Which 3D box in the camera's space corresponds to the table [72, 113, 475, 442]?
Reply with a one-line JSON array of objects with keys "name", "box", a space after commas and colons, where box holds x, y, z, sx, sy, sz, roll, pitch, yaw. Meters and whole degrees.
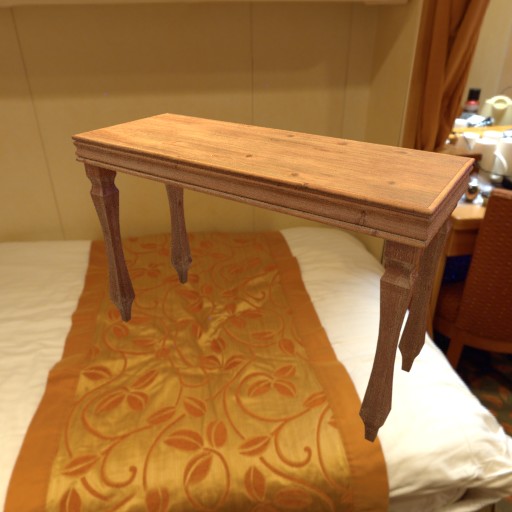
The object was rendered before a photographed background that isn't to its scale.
[{"name": "table", "box": [0.000, 0.000, 1.751, 1.330, 0.873, 0.522, 18, 33, 29]}]
